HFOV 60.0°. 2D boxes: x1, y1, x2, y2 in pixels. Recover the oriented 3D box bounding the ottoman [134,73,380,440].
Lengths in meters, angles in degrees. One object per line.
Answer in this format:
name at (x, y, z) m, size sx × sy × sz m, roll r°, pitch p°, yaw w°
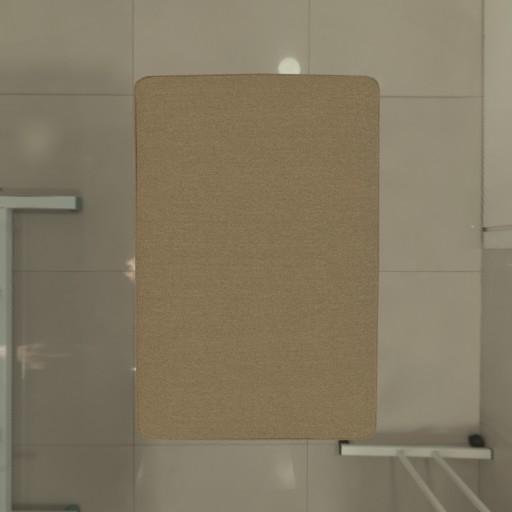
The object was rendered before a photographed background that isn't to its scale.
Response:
ottoman at (0.000, 0.000, 1.314) m, size 0.636 × 0.521 × 0.945 m, roll 0°, pitch 91°, yaw -1°
